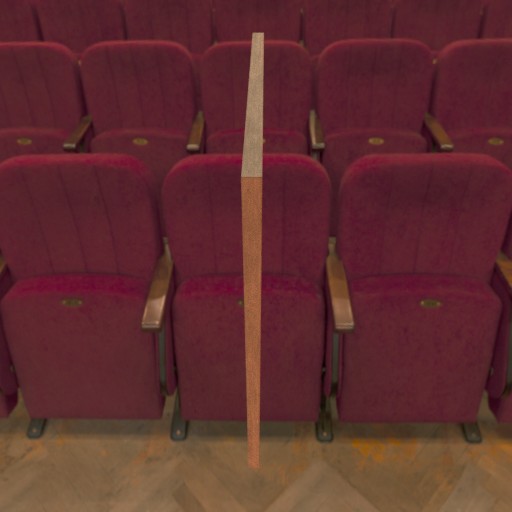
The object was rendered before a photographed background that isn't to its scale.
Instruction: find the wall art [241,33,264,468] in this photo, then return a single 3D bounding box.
[{"bbox_3d":[0.000,0.000,0.793,0.020,0.613,0.481,1,41,1],"label":"wall art"}]
